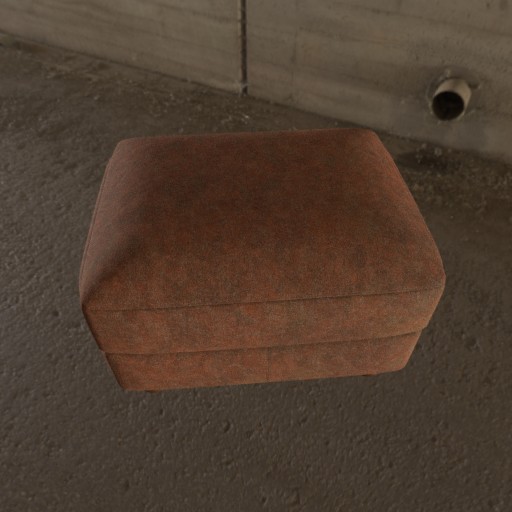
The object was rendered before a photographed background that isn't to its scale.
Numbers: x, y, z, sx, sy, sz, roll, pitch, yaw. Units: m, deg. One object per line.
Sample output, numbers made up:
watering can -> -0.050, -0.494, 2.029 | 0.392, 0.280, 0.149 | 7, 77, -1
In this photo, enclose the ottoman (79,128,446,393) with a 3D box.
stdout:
ottoman -> 0.000, 0.000, 1.188 | 0.787, 0.508, 0.635 | -3, 47, -3
